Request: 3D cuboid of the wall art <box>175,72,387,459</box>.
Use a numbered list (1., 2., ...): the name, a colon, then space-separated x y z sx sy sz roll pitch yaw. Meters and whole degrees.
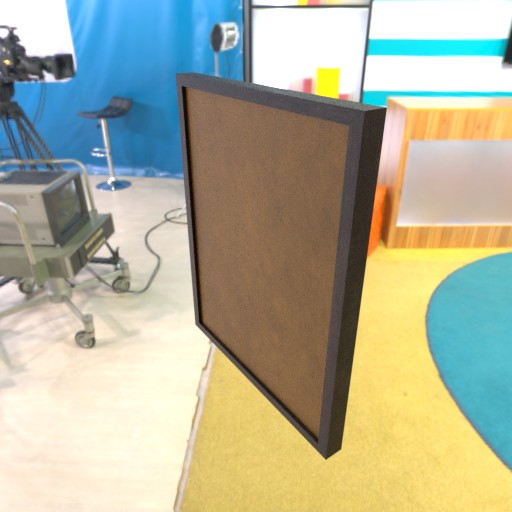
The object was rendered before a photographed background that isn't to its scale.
1. wall art: 0.000 0.000 0.564 0.027 0.406 0.329 -18 33 -31
